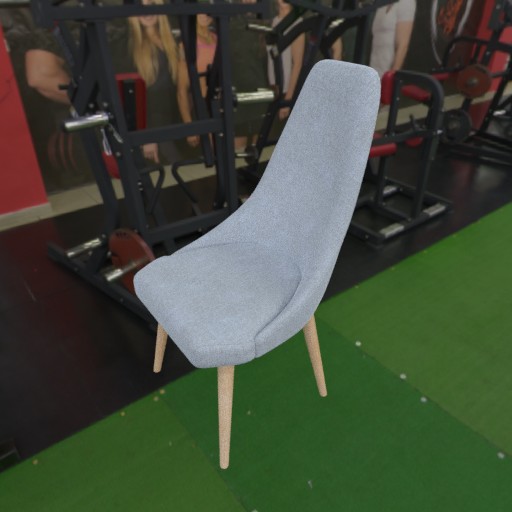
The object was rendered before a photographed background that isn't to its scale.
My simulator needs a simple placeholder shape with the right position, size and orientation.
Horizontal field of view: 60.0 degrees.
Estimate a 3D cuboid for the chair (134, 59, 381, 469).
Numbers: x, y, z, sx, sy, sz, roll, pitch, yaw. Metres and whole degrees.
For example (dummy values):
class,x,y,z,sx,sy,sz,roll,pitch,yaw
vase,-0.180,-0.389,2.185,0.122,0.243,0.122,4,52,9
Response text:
class,x,y,z,sx,sy,sz,roll,pitch,yaw
chair,0.000,0.000,1.352,0.660,1.040,0.510,-21,38,-30
